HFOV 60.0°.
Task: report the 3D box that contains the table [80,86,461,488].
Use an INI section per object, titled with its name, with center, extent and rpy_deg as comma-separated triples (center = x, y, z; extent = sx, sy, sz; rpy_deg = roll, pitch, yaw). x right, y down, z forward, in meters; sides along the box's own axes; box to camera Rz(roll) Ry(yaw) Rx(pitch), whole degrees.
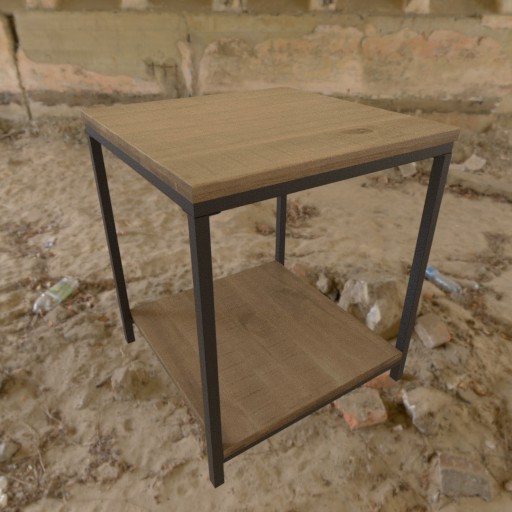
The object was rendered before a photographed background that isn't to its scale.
[table]
center = 0.000, 0.000, 0.965
extent = 0.507, 0.589, 0.503
rpy_deg = -18, 34, -28
